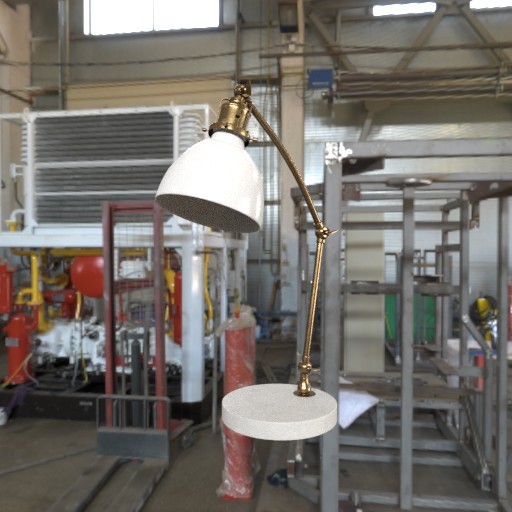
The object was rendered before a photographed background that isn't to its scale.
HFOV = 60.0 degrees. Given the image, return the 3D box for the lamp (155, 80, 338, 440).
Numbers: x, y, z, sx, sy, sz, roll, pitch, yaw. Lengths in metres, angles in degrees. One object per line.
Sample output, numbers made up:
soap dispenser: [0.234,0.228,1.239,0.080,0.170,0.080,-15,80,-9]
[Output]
lamp: [0.000,0.000,0.690,0.317,0.522,0.186,0,1,-37]
